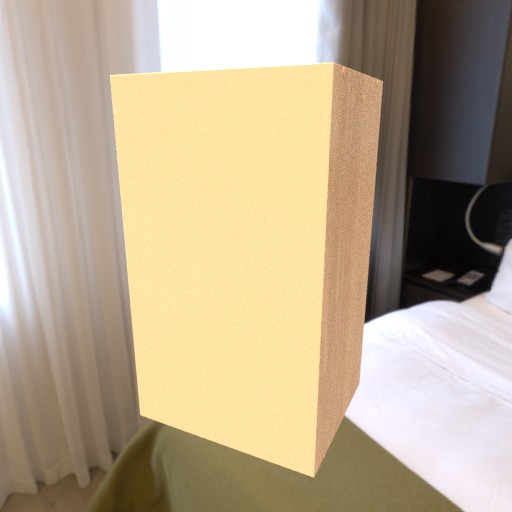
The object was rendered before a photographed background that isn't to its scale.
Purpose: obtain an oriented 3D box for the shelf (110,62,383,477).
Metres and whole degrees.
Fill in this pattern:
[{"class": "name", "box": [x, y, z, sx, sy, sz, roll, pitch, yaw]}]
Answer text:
[{"class": "shelf", "box": [0.000, 0.000, 0.804, 0.350, 0.600, 0.290, 8, 19, 25]}]
